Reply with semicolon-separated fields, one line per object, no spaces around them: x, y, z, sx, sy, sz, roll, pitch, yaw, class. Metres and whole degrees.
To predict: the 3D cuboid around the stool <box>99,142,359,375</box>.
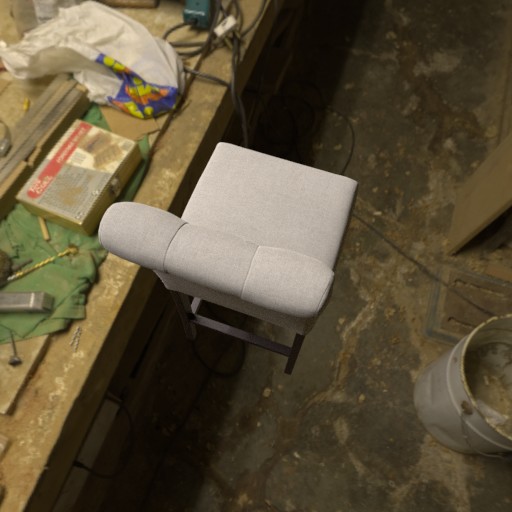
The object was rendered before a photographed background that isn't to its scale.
0.000;0.000;1.385;0.493;1.040;0.601;18;66;8;stool
